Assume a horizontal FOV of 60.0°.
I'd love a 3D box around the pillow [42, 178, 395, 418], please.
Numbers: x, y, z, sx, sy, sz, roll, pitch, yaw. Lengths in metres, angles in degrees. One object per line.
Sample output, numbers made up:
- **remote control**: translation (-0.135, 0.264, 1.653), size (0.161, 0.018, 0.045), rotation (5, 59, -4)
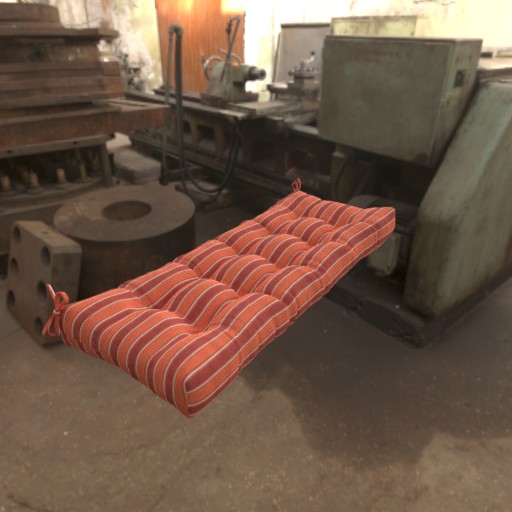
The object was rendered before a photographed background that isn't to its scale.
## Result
- **pillow**: translation (0.000, 0.000, 1.371), size (0.511, 0.174, 1.194), rotation (18, 31, 31)
